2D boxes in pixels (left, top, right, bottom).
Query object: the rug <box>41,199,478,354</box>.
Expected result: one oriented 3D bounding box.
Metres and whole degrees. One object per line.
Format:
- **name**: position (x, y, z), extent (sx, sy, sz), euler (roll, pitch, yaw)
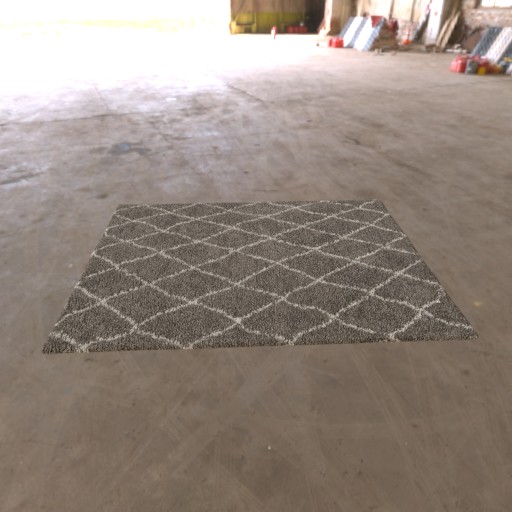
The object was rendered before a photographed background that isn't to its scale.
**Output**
- **rug**: position (0.000, 0.000, 4.108), extent (3.047, 0.029, 2.438), euler (-1, 31, -2)
